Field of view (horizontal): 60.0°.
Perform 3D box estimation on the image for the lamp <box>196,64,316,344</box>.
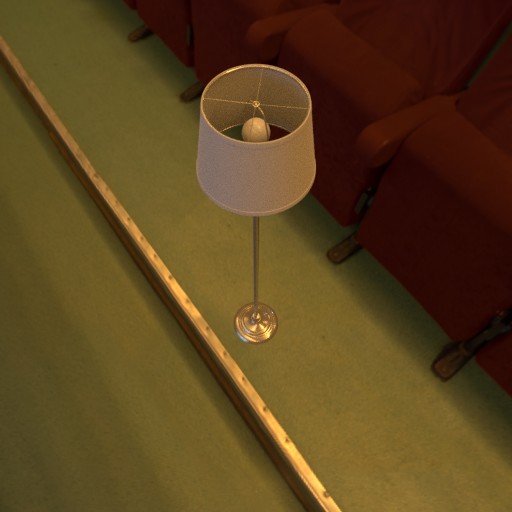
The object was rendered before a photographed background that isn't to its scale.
[{"bbox_3d":[0.000,0.000,1.679,0.327,1.506,0.327,-34,67,-16],"label":"lamp"}]
